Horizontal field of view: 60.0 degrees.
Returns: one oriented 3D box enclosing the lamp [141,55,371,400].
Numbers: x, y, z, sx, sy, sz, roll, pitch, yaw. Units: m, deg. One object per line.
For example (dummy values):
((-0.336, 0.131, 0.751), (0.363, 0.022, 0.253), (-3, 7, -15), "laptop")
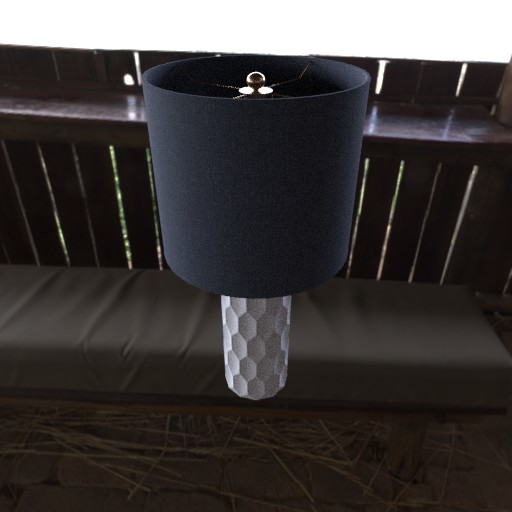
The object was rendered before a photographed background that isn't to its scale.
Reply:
((0.000, 0.000, 0.690), (0.277, 0.537, 0.277), (-9, 34, -13), "lamp")
